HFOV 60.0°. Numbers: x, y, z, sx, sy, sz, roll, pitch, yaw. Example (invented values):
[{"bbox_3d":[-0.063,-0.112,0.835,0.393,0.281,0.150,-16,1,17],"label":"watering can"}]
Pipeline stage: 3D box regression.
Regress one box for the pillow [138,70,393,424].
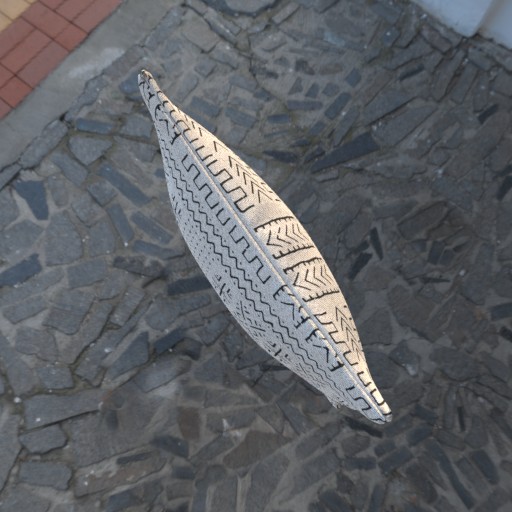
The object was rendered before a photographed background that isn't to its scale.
[{"bbox_3d":[0.000,0.000,0.795,0.188,0.352,0.637,-33,78,-8],"label":"pillow"}]
